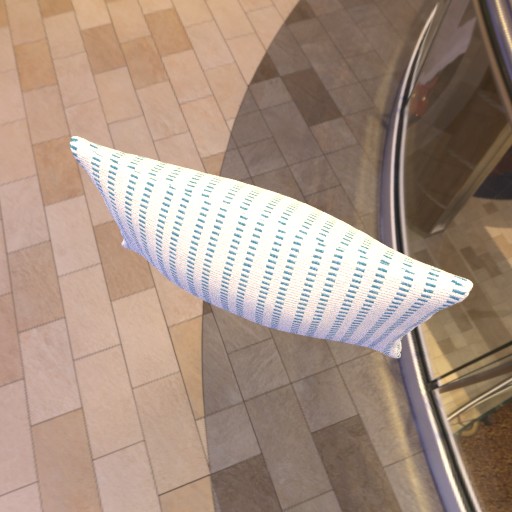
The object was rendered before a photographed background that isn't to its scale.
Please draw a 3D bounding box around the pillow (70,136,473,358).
[{"bbox_3d":[0.000,0.000,0.795,0.640,0.353,0.210,21,66,10],"label":"pillow"}]
